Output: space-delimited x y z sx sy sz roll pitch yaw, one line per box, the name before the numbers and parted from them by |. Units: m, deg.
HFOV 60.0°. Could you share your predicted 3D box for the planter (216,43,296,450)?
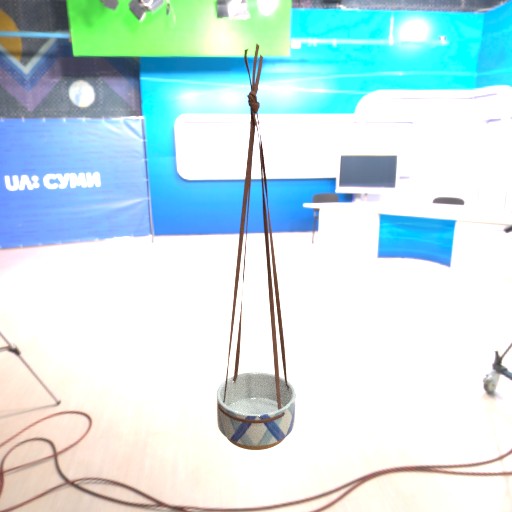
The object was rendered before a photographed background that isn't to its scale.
planter | 0.000 0.000 0.831 0.166 0.751 0.166 14 21 42
